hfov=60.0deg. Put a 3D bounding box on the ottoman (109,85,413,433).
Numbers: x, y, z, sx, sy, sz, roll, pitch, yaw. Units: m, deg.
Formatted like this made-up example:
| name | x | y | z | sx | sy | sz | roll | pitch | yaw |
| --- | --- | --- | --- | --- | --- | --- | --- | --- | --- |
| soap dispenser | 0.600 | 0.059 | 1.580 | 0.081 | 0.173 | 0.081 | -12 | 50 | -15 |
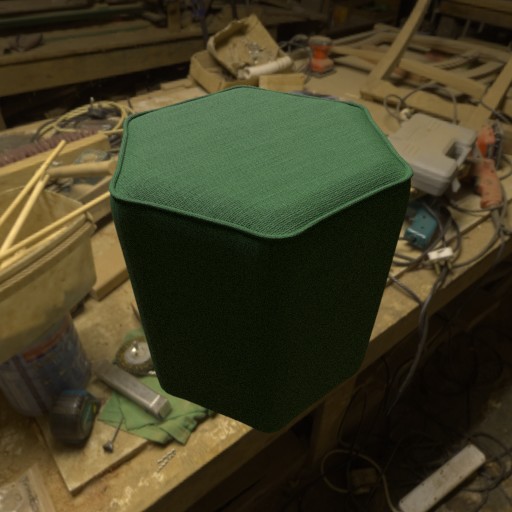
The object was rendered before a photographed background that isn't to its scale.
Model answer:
| name | x | y | z | sx | sy | sz | roll | pitch | yaw |
| --- | --- | --- | --- | --- | --- | --- | --- | --- | --- |
| ottoman | 0.000 | 0.000 | 0.867 | 0.499 | 0.507 | 0.444 | -27 | 48 | -27 |
